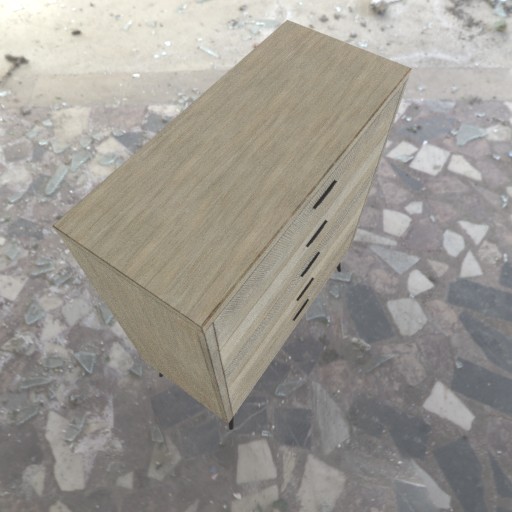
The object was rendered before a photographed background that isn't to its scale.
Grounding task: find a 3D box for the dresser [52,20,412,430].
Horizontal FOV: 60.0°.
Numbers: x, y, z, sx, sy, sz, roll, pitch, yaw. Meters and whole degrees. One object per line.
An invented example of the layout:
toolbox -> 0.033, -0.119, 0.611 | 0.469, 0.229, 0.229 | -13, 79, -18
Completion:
dresser -> 0.000, 0.000, 1.704 | 0.457, 1.219, 1.016 | 31, 63, 17
